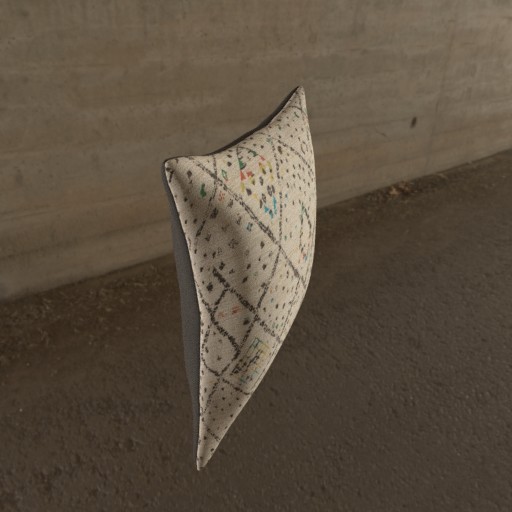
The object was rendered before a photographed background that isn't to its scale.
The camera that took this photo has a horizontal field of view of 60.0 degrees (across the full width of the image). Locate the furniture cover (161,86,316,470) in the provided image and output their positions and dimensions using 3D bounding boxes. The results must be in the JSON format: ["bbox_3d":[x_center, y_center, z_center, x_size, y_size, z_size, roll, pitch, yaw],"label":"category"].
[{"bbox_3d":[0.000,0.000,0.781,0.180,0.498,0.525,10,31,18],"label":"furniture cover"}]
